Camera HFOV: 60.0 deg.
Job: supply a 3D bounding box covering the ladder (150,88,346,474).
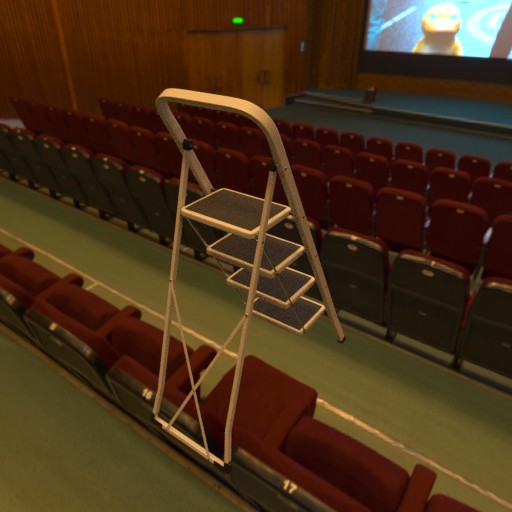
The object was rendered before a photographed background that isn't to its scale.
[{"bbox_3d":[0.000,0.000,1.693,0.460,1.265,0.914,20,37,30],"label":"ladder"}]
